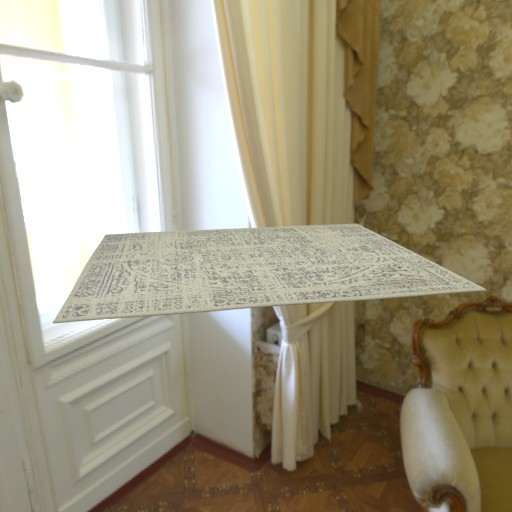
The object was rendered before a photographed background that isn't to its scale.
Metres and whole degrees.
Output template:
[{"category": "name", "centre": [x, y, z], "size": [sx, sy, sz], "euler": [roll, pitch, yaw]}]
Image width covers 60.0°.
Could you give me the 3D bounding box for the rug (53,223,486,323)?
[{"category": "rug", "centre": [0.000, 0.000, 3.980], "size": [2.921, 0.032, 2.311], "euler": [-3, 16, -10]}]
